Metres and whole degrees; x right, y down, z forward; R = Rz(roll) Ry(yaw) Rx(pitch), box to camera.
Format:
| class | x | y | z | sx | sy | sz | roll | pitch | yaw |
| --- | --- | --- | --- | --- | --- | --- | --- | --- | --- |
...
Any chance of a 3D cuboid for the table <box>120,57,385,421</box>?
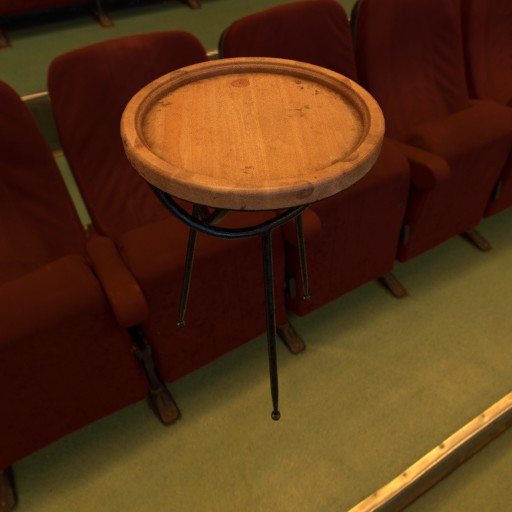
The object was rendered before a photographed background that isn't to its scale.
| class | x | y | z | sx | sy | sz | roll | pitch | yaw |
| --- | --- | --- | --- | --- | --- | --- | --- | --- | --- |
| table | 0.000 | 0.000 | 0.936 | 0.418 | 0.664 | 0.414 | -24 | 51 | -21 |
